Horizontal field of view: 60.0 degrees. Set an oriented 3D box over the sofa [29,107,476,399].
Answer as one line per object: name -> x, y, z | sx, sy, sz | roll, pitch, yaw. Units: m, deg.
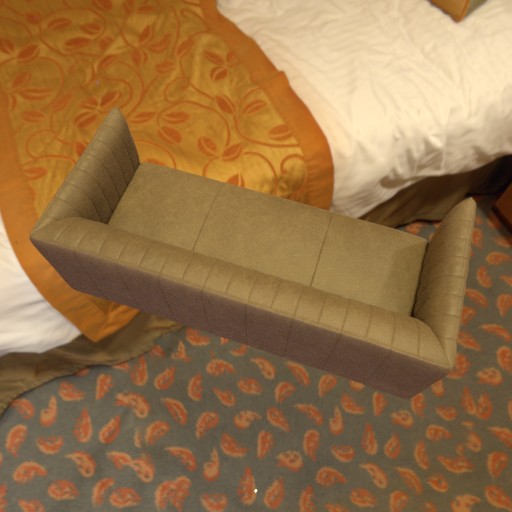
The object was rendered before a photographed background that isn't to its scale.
sofa -> 0.000, 0.000, 2.371 | 1.980, 0.779, 0.876 | 17, 63, 9
